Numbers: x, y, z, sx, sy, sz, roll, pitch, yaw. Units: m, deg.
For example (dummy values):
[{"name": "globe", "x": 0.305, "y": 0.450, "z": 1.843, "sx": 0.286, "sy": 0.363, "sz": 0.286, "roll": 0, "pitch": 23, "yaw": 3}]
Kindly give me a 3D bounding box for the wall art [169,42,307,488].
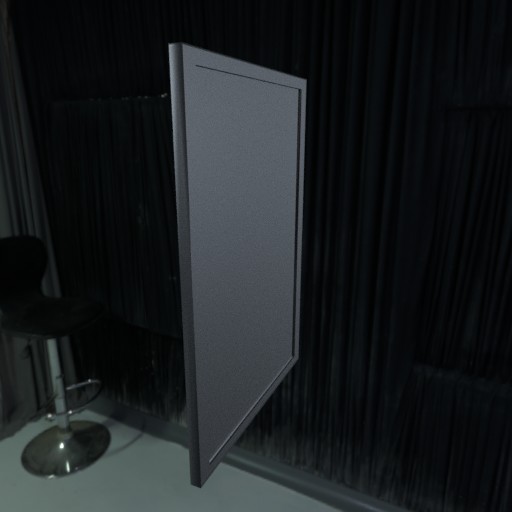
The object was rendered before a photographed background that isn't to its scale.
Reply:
[{"name": "wall art", "x": 0.000, "y": 0.000, "z": 0.544, "sx": 0.013, "sy": 0.431, "sz": 0.303, "roll": 7, "pitch": 18, "yaw": 24}]
